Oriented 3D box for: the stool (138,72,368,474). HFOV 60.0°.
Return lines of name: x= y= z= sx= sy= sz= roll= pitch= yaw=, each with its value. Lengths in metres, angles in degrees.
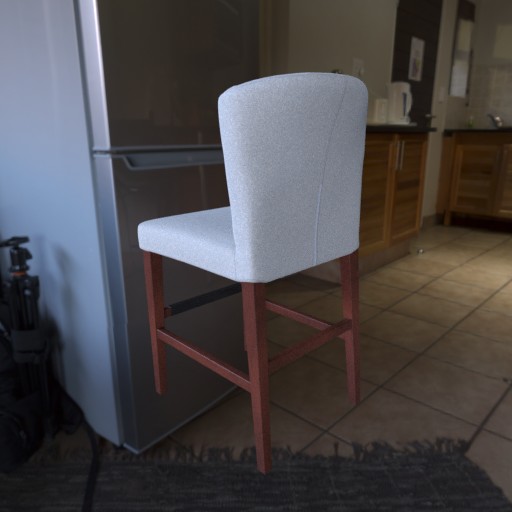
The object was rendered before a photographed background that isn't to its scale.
stool: x=0.000 y=0.000 z=1.317 sx=0.479 sy=0.968 sz=0.568 roll=-16 pitch=23 yaw=-42
